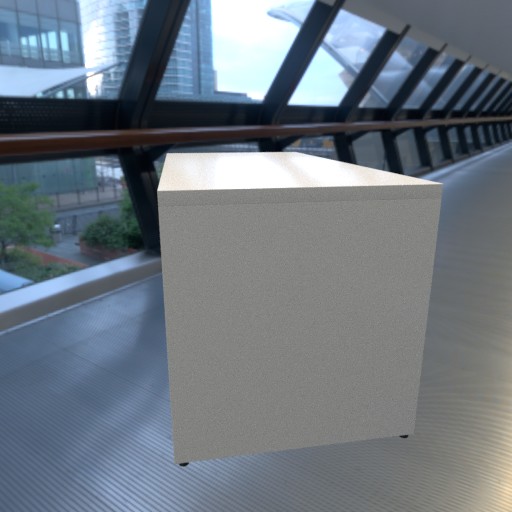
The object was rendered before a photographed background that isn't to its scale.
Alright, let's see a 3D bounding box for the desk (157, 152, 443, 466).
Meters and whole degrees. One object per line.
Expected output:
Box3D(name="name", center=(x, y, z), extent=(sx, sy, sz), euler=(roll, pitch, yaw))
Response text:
Box3D(name="desk", center=(0.000, 0.000, 1.799), extent=(0.690, 0.740, 1.400), euler=(-3, 17, -10))
